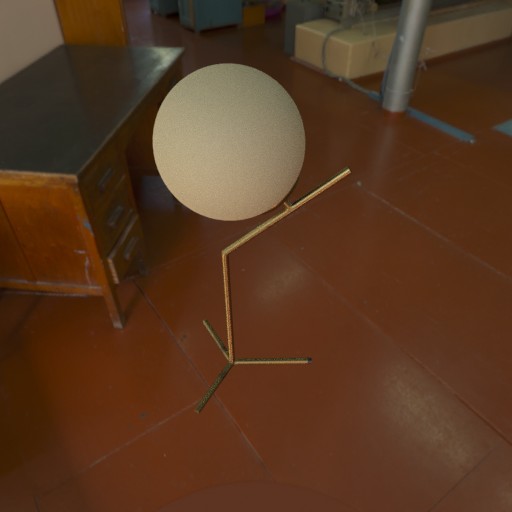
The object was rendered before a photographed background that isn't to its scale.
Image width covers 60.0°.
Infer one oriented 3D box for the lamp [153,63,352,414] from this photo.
[{"bbox_3d":[0.000,0.000,0.670,0.251,0.552,0.210,0,41,-1],"label":"lamp"}]
